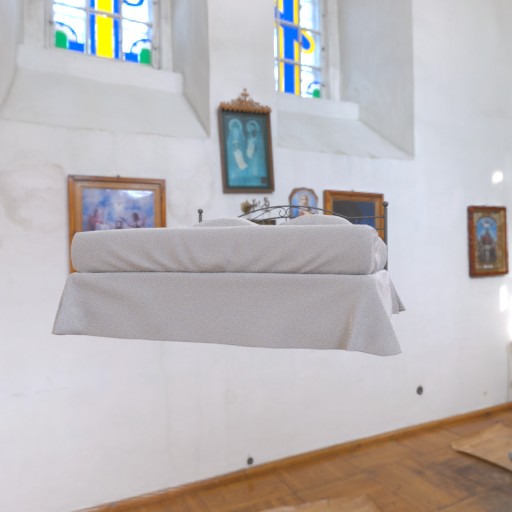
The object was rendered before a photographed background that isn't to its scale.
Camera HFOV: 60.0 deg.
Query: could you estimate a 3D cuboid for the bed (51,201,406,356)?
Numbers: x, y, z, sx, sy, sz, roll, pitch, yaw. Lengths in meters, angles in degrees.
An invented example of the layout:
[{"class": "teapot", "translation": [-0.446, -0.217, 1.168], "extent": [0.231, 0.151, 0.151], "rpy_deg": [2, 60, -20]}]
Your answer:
[{"class": "bed", "translation": [0.000, 0.000, 3.592], "extent": [2.309, 1.080, 2.220], "rpy_deg": [0, -1, 18]}]
